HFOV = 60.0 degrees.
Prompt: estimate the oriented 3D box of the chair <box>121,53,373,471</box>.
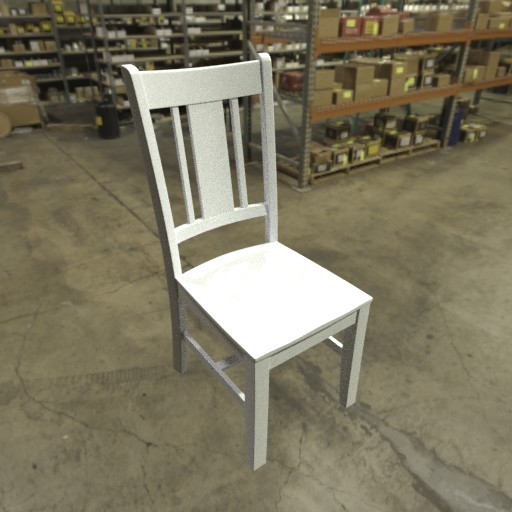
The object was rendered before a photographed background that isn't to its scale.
[{"bbox_3d":[0.000,0.000,1.274,0.450,0.998,0.555,-21,36,-31],"label":"chair"}]
